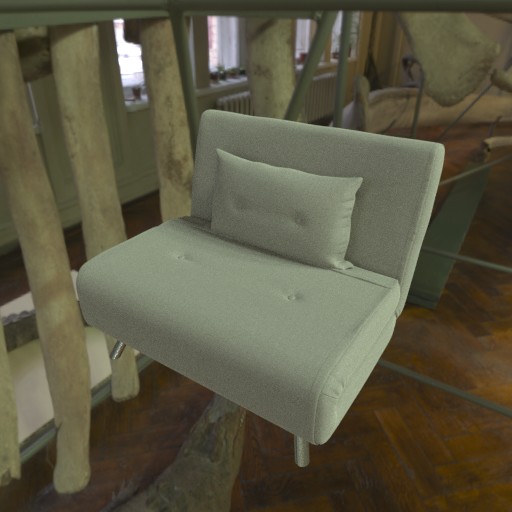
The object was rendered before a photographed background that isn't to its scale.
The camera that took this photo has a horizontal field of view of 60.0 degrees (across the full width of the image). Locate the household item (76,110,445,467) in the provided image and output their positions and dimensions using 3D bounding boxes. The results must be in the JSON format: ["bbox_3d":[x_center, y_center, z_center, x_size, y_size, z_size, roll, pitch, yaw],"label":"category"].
[{"bbox_3d":[0.000,0.000,1.602,1.000,0.800,0.874,18,35,29],"label":"household item"}]
